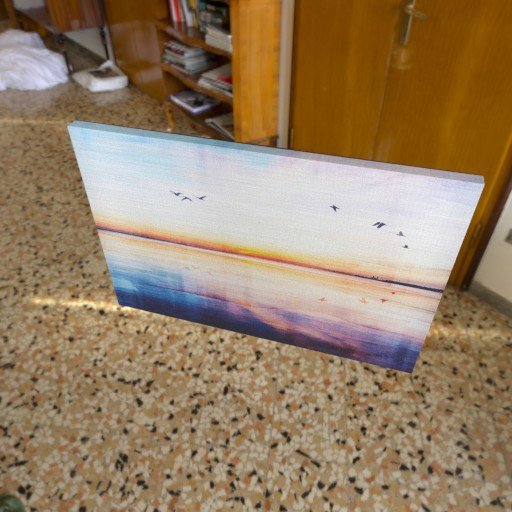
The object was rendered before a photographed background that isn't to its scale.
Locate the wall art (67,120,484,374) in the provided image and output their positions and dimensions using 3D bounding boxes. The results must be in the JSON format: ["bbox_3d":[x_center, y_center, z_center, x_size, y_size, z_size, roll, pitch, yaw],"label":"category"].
[{"bbox_3d":[0.000,0.000,1.144,0.911,0.605,0.037,11,42,13],"label":"wall art"}]
